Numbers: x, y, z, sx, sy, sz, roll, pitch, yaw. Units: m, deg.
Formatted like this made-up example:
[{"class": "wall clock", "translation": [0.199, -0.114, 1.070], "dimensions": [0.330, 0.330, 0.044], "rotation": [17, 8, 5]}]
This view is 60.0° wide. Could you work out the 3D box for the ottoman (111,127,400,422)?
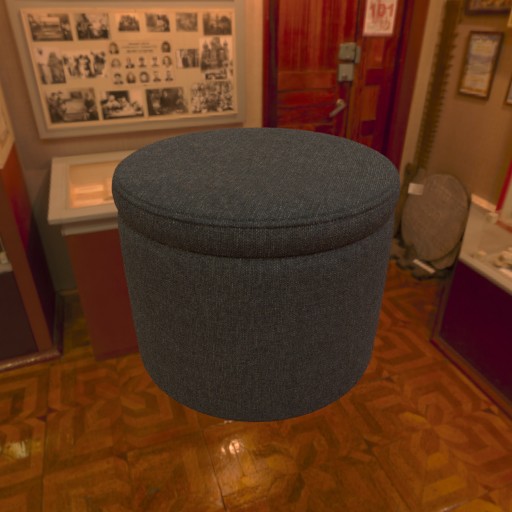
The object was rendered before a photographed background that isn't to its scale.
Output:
[{"class": "ottoman", "translation": [0.000, 0.000, 0.912], "dimensions": [0.520, 0.430, 0.520], "rotation": [0, 30, 0]}]
